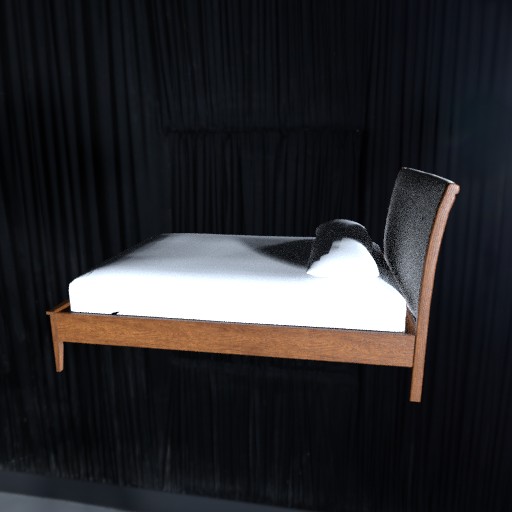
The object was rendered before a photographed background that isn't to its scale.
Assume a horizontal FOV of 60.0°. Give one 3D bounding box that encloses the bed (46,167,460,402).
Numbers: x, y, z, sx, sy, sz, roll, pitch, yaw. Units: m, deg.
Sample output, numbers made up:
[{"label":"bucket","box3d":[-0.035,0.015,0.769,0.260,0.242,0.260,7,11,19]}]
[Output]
[{"label":"bed","box3d":[0.000,0.000,3.292,2.380,1.250,1.612,2,14,9]}]
